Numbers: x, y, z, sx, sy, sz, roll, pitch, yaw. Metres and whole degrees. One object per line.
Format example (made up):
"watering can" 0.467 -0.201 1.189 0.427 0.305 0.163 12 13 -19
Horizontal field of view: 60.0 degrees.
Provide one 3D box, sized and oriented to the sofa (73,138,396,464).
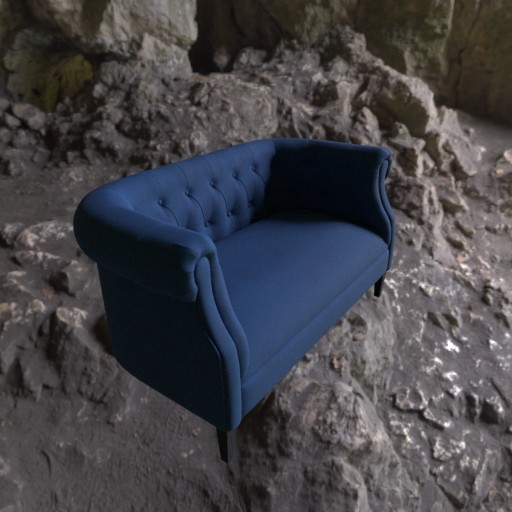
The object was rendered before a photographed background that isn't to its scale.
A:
"sofa" 0.000 0.000 2.037 0.835 0.827 1.558 18 31 32
